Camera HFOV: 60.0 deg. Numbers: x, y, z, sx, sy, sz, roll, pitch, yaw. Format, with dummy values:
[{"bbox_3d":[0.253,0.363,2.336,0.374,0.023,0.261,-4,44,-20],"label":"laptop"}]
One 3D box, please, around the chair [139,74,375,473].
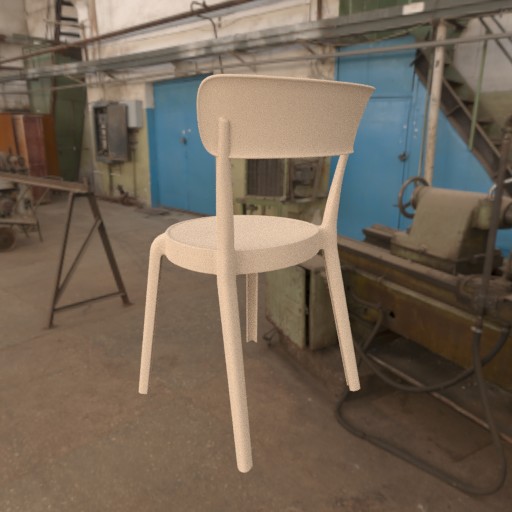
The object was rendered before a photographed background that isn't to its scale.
[{"bbox_3d":[0.000,0.000,1.110,0.491,0.790,0.506,16,22,43],"label":"chair"}]
